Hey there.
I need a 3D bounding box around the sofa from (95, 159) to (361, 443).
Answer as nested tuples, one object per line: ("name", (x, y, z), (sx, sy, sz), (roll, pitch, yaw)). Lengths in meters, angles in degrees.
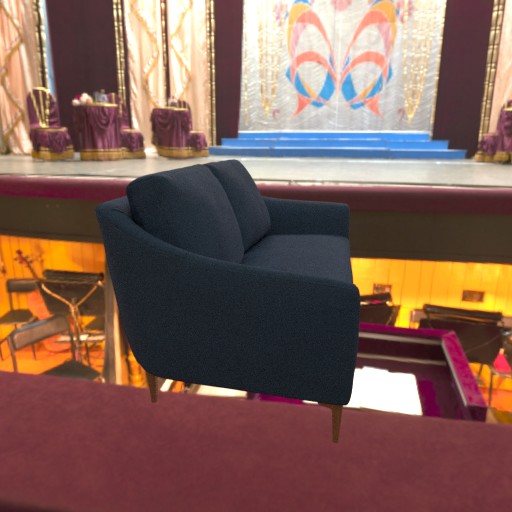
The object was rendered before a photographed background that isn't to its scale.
("sofa", (0.000, 0.000, 2.214), (0.960, 0.902, 1.619), (3, 15, 10))
